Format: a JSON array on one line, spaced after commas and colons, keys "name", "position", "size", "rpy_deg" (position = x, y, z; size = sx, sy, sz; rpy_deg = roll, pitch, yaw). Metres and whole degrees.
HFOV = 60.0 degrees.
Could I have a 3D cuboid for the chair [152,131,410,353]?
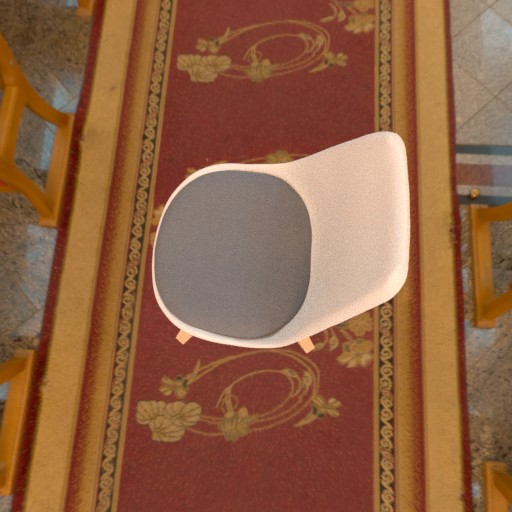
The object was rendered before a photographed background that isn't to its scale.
[{"name": "chair", "position": [0.000, 0.000, 1.184], "size": [0.550, 0.850, 0.485], "rpy_deg": [4, 76, 1]}]
